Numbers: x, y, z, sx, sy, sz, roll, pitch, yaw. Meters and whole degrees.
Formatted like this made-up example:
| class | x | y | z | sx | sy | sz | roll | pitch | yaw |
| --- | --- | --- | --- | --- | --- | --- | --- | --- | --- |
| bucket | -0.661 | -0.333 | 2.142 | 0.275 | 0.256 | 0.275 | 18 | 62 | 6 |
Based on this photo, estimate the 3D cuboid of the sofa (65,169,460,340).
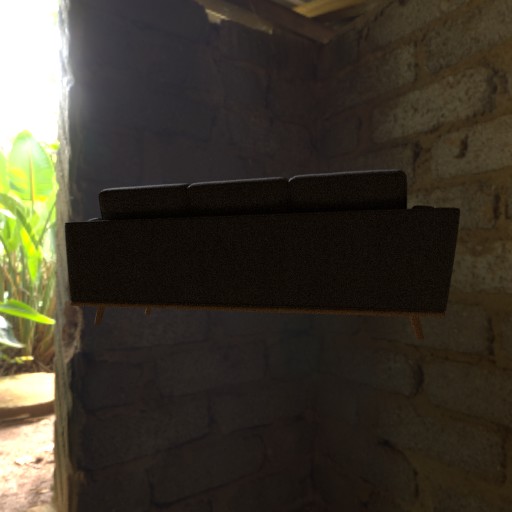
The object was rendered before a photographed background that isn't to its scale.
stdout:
| class | x | y | z | sx | sy | sz | roll | pitch | yaw |
| --- | --- | --- | --- | --- | --- | --- | --- | --- | --- |
| sofa | 0.000 | 0.000 | 2.894 | 2.362 | 0.899 | 0.903 | -1 | -2 | 18 |
